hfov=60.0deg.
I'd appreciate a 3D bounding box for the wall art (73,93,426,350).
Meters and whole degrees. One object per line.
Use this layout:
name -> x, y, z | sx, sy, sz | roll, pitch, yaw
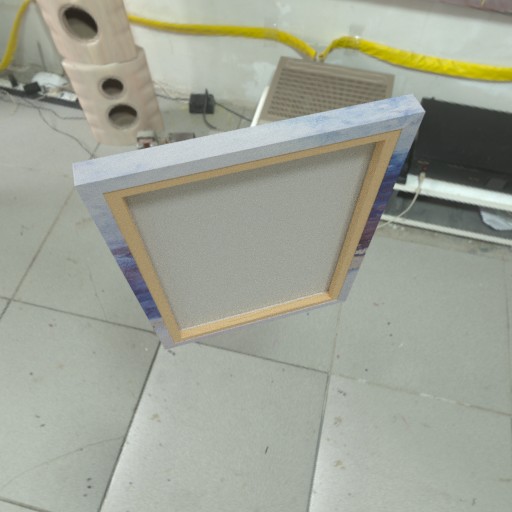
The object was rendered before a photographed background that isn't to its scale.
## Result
wall art -> 0.000, 0.000, 0.791 | 0.437, 0.581, 0.036 | -14, 61, -8
